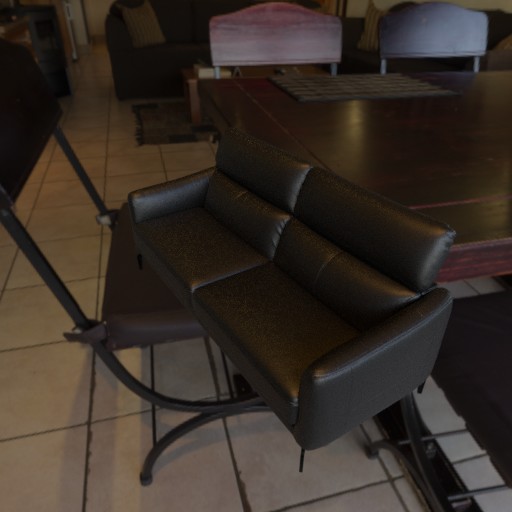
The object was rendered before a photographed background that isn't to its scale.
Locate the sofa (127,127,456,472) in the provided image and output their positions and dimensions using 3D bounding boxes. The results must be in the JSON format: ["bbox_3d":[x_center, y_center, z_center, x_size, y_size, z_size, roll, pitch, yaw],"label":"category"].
[{"bbox_3d":[0.000,0.000,2.552,0.856,0.957,2.069,-19,37,-28],"label":"sofa"}]
